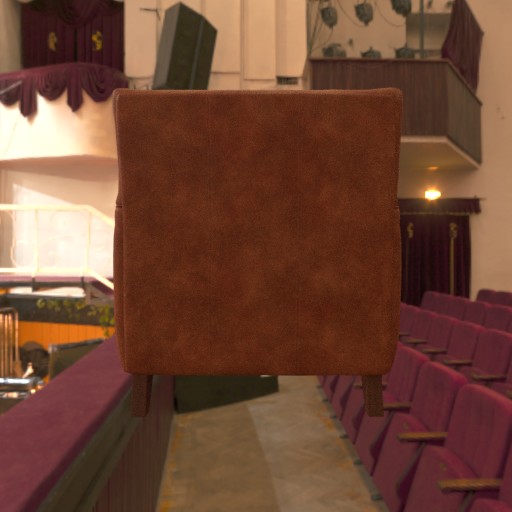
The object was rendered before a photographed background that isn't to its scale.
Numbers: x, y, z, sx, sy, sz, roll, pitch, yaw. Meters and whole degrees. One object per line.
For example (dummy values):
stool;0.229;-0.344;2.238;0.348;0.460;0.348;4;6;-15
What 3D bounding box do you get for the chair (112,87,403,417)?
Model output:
chair;0.000;0.000;1.614;0.870;0.943;0.823;0;0;0
